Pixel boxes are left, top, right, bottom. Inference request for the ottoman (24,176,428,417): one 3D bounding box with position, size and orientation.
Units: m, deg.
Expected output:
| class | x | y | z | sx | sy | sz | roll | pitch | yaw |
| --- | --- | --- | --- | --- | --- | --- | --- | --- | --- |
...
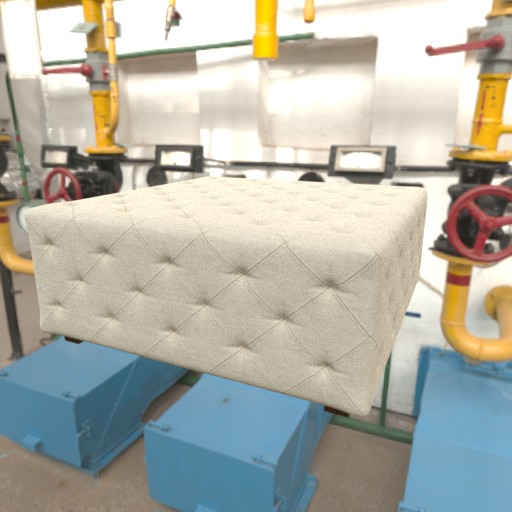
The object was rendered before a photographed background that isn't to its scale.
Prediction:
| class | x | y | z | sx | sy | sz | roll | pitch | yaw |
| --- | --- | --- | --- | --- | --- | --- | --- | --- | --- |
| ottoman | 0.000 | 0.000 | 1.568 | 1.028 | 0.439 | 1.028 | 7 | 18 | 24 |
